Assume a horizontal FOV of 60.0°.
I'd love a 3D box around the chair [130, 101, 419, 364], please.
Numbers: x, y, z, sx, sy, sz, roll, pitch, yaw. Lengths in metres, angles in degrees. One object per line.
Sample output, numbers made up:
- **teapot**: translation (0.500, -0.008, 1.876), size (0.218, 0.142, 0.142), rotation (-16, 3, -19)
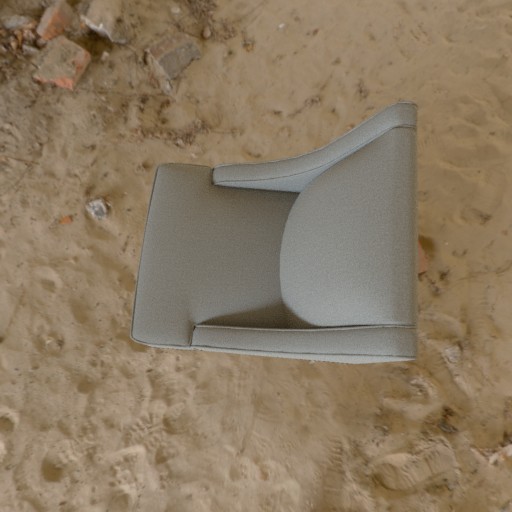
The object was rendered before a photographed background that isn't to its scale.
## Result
- **chair**: translation (0.000, 0.000, 1.396), size (0.737, 0.864, 0.610), rotation (5, 76, 1)
